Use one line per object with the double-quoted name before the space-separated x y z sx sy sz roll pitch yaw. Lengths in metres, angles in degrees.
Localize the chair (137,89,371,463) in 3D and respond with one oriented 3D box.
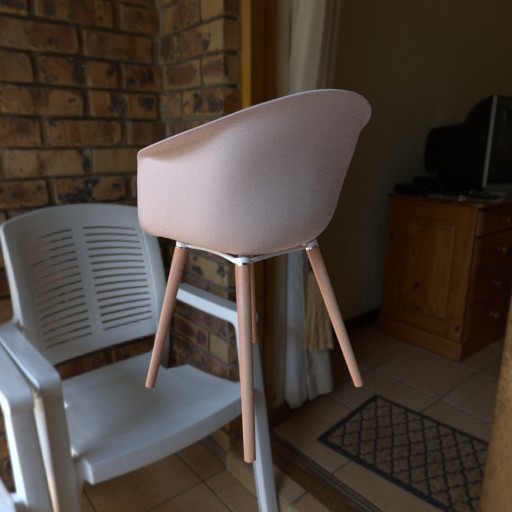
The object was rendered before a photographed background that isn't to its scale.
"chair" 0.000 0.000 1.160 0.504 0.781 0.593 14 20 43
